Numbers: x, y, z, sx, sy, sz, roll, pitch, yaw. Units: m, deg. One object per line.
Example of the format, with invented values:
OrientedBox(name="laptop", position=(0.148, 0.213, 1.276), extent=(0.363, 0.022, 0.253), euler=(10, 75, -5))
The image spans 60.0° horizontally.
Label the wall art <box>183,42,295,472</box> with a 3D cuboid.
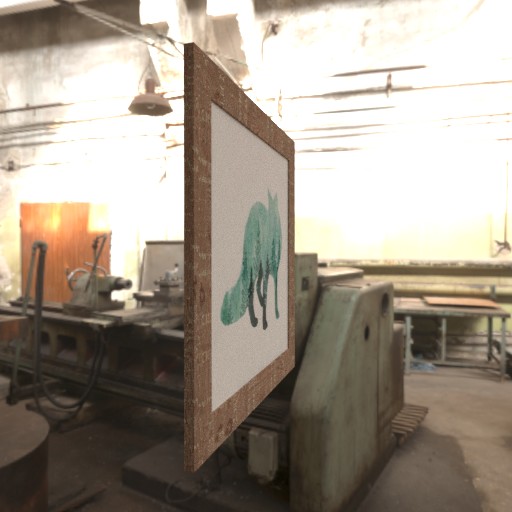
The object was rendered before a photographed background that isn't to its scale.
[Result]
OrientedBox(name="wall art", position=(0.000, 0.000, 0.579), extent=(0.012, 0.384, 0.384), euler=(0, 1, 18))
